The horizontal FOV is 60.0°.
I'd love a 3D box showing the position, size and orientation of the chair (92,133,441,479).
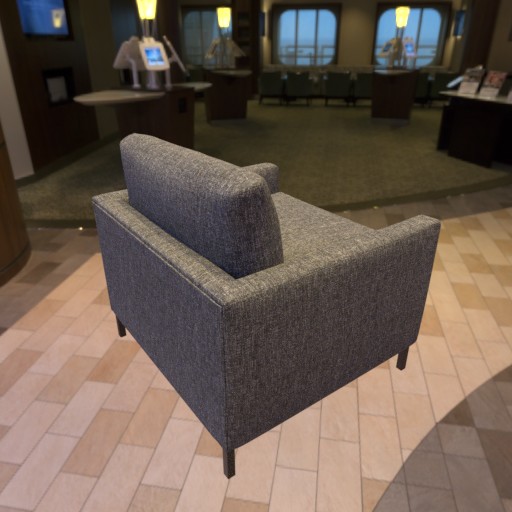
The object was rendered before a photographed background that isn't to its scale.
[{"bbox_3d":[0.000,0.000,1.641,0.866,0.861,0.963,-18,31,-32],"label":"chair"}]
